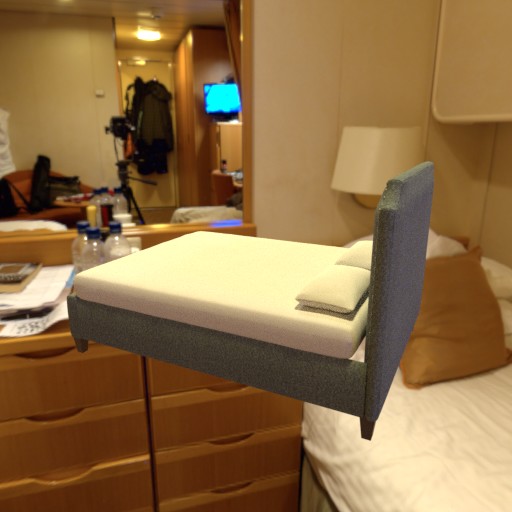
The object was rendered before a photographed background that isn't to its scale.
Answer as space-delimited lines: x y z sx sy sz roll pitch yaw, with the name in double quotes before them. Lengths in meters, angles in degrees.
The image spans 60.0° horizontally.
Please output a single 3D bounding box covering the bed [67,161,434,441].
"bed" 0.000 0.000 3.464 2.372 1.443 1.712 8 18 26
